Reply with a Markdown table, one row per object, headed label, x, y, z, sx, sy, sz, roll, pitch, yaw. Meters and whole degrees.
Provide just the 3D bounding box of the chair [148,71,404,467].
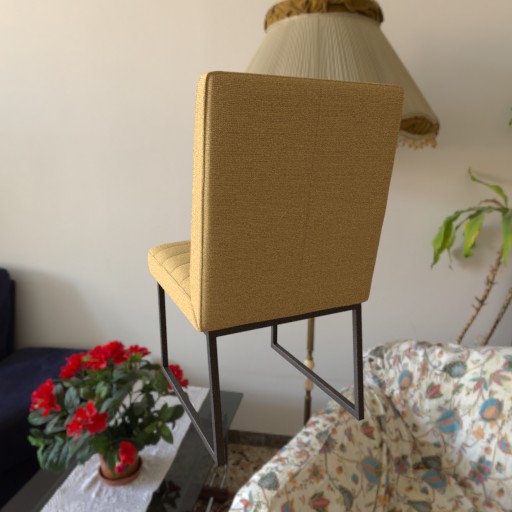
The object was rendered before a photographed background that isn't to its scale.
| label | x | y | z | sx | sy | sz | roll | pitch | yaw |
| --- | --- | --- | --- | --- | --- | --- | --- | --- | --- |
| chair | 0.000 | 0.000 | 1.324 | 0.520 | 0.930 | 0.634 | -7 | 15 | -25 |
